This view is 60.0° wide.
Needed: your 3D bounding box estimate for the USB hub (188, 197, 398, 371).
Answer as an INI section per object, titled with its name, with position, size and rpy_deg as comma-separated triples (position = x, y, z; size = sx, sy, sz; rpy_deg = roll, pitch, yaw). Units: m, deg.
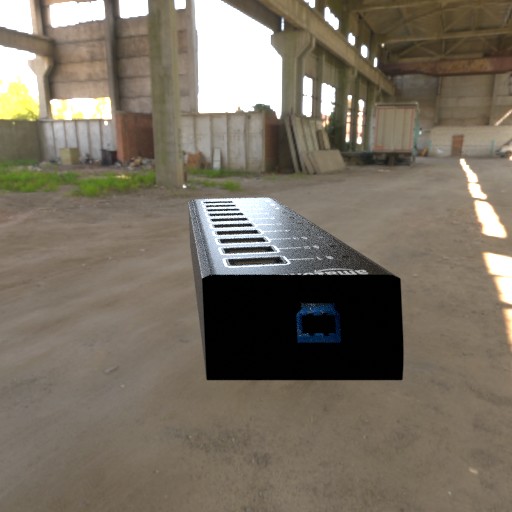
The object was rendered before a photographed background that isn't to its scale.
[USB hub]
position = 0.000, 0.000, 0.160
size = 0.044, 0.023, 0.145
rpy_deg = -3, 15, -9
